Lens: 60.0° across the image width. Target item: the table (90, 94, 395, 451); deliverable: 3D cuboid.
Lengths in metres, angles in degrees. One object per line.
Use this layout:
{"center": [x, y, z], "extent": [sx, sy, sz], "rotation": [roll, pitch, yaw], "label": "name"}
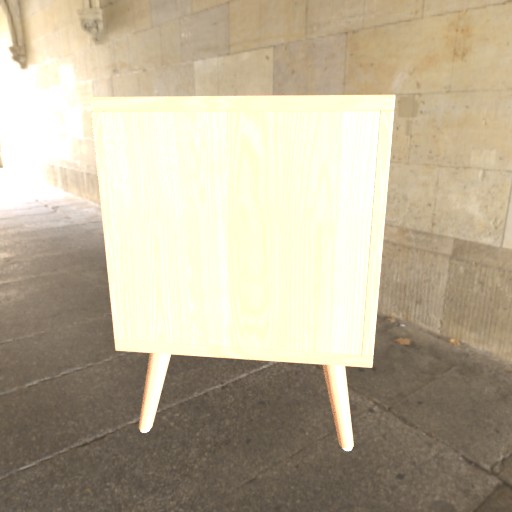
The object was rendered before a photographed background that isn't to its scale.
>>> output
{"center": [0.000, 0.000, 0.841], "extent": [0.400, 0.550, 0.400], "rotation": [2, 17, 7], "label": "table"}
